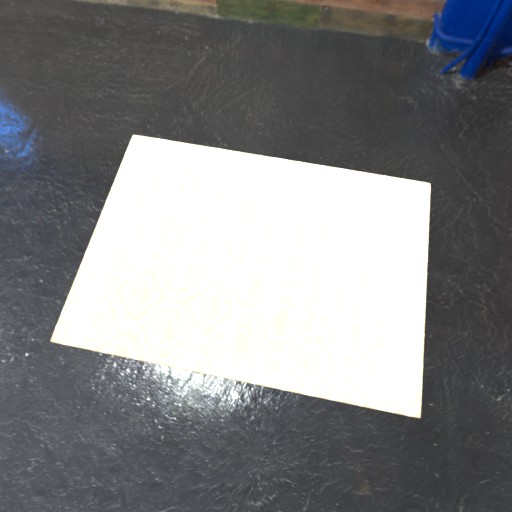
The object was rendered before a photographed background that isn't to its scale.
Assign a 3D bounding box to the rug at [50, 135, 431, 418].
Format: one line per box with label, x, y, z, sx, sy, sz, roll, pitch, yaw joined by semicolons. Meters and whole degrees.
rug;0.000;0.000;4.411;3.353;0.010;2.438;10;66;5
